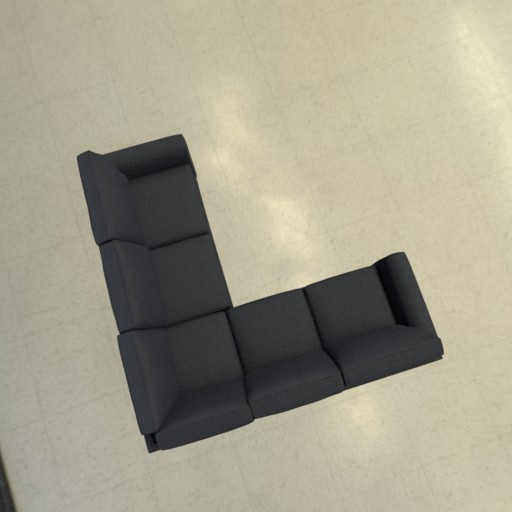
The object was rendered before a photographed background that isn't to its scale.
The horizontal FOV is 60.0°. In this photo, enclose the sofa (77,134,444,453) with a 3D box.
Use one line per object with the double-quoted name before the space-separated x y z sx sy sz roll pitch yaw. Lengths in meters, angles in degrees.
"sofa" 0.000 0.000 3.937 2.487 1.042 2.562 -17 79 -3
